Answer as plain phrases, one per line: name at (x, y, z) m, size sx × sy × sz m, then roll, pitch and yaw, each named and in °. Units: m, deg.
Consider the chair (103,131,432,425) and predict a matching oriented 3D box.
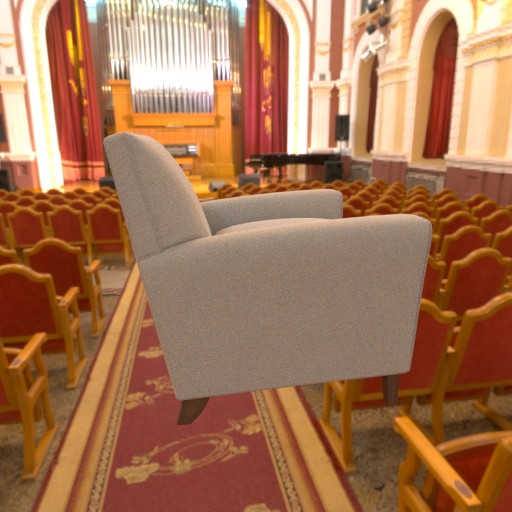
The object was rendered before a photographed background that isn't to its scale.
chair at (0.000, 0.000, 1.598) m, size 0.871 × 0.846 × 0.840 m, roll -2°, pitch 15°, yaw -9°
